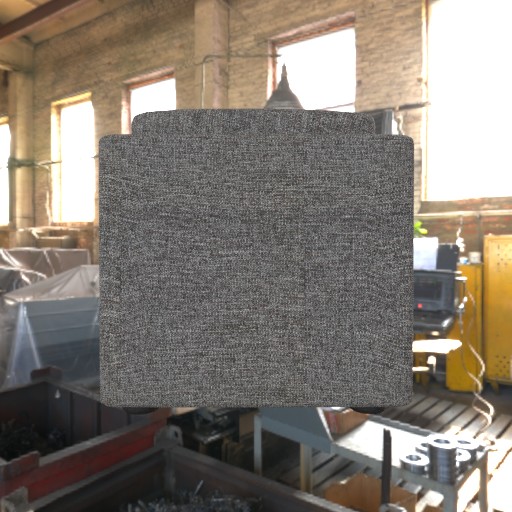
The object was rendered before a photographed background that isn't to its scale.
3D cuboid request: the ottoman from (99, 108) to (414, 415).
[{"bbox_3d":[0.000,0.000,0.842,0.450,0.460,0.450,0,1,0],"label":"ottoman"}]
